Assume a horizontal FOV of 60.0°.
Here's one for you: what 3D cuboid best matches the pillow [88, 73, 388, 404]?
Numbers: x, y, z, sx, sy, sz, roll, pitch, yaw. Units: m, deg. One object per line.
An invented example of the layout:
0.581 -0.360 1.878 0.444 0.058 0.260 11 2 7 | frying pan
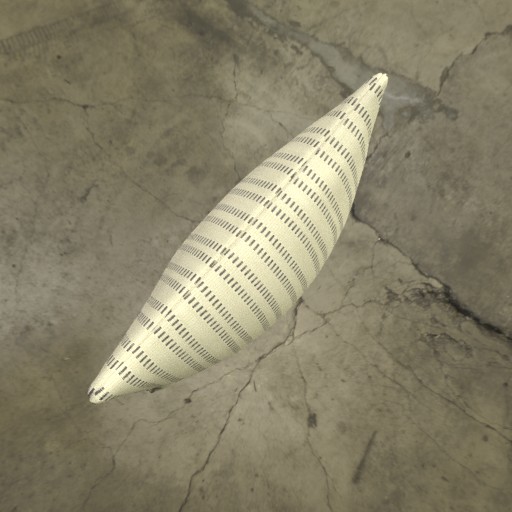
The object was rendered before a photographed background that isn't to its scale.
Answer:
0.000 0.000 0.783 0.210 0.353 0.640 40 79 9 | pillow
